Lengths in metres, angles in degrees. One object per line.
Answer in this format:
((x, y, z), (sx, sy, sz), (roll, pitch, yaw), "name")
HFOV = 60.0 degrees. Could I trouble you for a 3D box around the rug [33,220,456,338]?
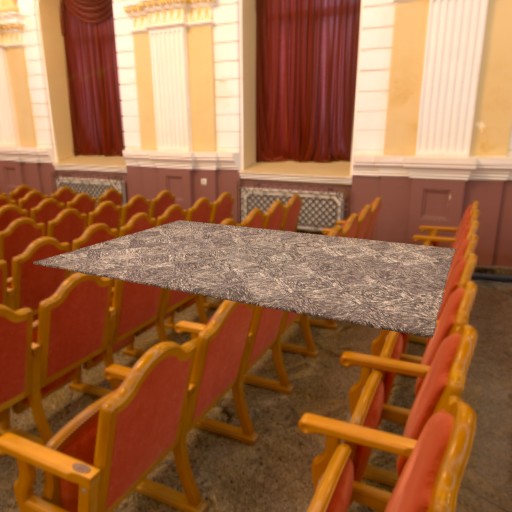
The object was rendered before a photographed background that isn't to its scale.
((0.000, 0.000, 2.251), (1.808, 0.011, 1.189), (8, 17, 25), "rug")
